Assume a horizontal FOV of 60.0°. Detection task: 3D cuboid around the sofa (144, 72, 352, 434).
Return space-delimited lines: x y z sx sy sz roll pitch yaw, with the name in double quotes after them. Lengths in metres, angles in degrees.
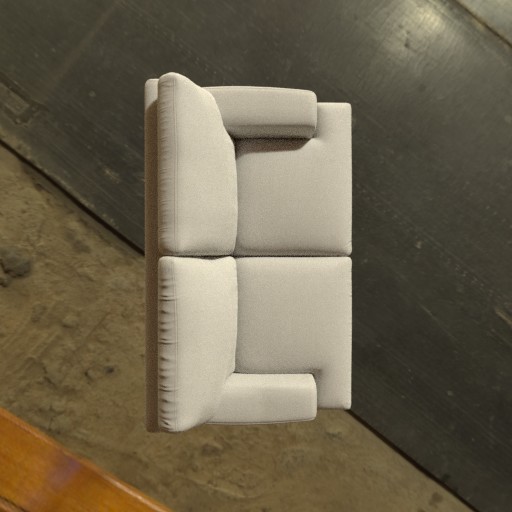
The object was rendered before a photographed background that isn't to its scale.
0.000 0.000 2.553 1.143 0.940 1.880 0 90 0 "sofa"
